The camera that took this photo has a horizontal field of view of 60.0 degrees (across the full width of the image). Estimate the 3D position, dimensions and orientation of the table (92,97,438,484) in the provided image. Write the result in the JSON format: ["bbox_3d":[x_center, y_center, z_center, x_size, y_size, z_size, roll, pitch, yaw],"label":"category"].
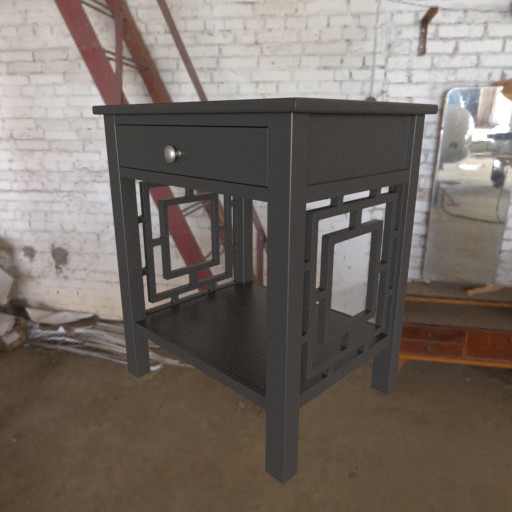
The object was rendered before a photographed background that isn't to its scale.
[{"bbox_3d":[0.000,0.000,1.001,0.564,0.646,0.451,16,23,42],"label":"table"}]
